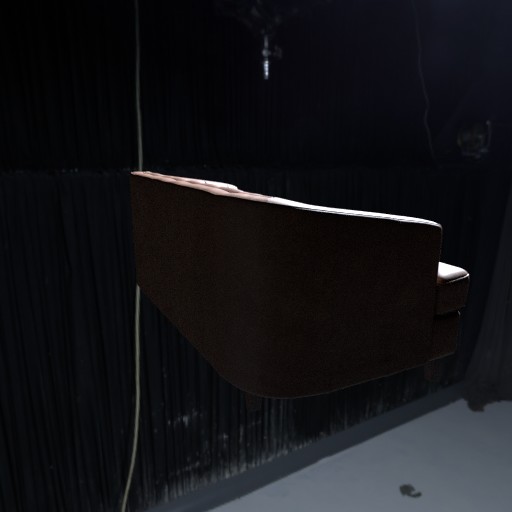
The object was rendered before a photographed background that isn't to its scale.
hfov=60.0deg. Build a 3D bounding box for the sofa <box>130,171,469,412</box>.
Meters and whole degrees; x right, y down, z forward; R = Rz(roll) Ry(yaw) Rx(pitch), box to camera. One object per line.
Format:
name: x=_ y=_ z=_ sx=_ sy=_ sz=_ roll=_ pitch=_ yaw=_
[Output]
sofa: x=0.000 y=0.000 z=2.216 sx=0.914 sy=0.786 sz=1.755 roll=-8 pitch=16 yaw=-28
